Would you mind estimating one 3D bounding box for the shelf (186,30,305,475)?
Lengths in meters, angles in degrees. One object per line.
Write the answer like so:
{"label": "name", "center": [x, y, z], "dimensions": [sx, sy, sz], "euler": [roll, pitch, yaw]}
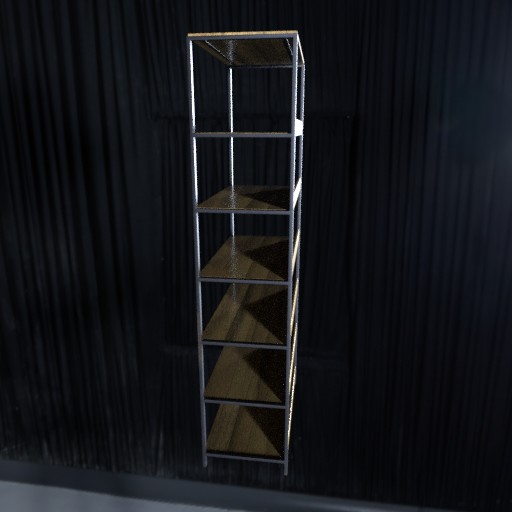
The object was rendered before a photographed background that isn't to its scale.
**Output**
{"label": "shelf", "center": [0.000, 0.000, 2.361], "dimensions": [0.431, 2.015, 0.847], "euler": [2, 16, 7]}
